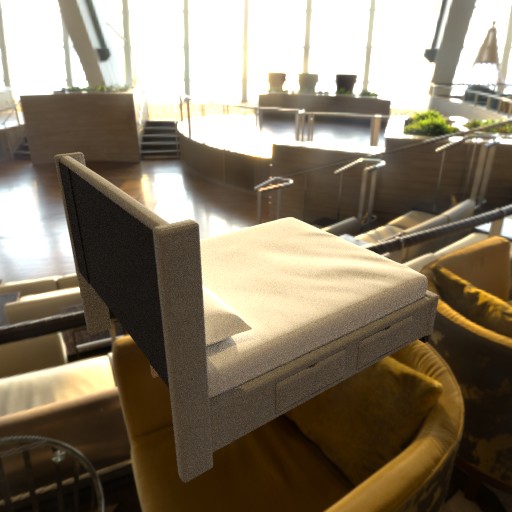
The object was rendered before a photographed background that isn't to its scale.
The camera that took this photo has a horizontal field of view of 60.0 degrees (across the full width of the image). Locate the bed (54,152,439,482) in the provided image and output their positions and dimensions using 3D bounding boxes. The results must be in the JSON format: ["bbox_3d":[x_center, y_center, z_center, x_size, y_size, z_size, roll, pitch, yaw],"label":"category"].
[{"bbox_3d":[0.000,0.000,3.336,2.222,1.491,1.774,-17,30,-32],"label":"bed"}]
